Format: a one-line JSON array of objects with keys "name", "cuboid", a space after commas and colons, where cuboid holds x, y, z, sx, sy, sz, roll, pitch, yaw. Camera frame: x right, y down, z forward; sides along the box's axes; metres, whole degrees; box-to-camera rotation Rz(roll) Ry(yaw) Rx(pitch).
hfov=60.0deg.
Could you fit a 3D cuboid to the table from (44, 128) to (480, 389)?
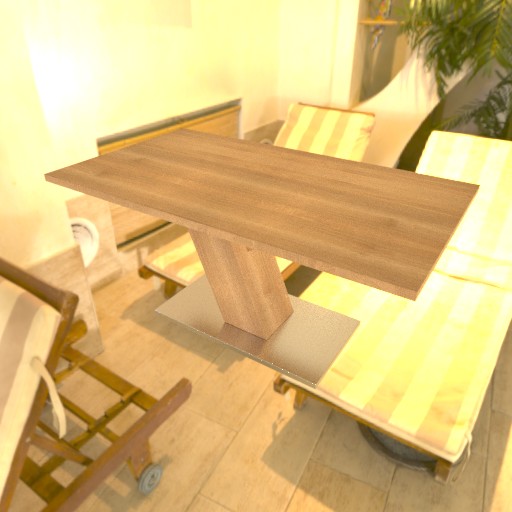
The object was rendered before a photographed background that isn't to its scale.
[{"name": "table", "cuboid": [0.000, 0.000, 2.052, 1.600, 0.750, 0.900, 19, 35, 28]}]
